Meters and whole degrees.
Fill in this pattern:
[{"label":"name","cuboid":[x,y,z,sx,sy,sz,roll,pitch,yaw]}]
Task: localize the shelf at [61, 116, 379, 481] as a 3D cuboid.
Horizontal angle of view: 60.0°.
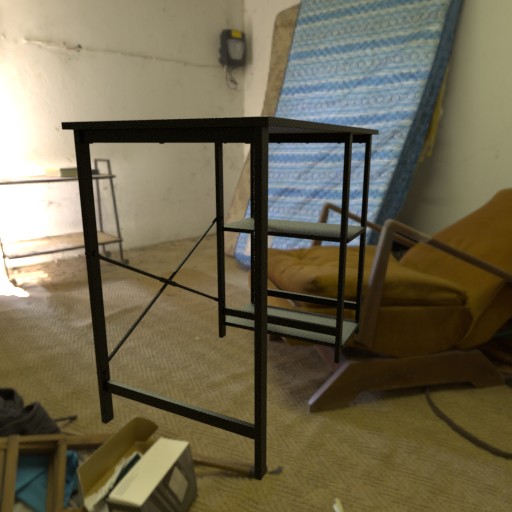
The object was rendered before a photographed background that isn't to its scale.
[{"label":"shelf","cuboid":[0.000,0.000,1.339,0.498,0.749,0.902,7,16,26]}]
